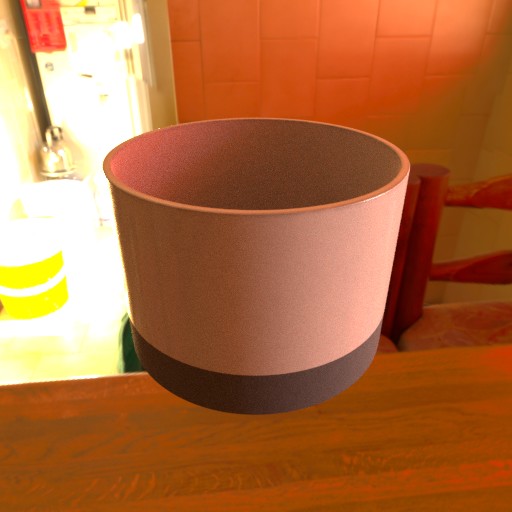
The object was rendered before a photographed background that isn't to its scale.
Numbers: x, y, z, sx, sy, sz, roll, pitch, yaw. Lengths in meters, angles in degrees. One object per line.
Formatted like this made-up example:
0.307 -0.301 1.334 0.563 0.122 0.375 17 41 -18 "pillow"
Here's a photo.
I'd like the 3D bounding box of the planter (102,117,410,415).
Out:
0.000 0.000 0.219 0.128 0.105 0.128 0 30 0 "planter"
